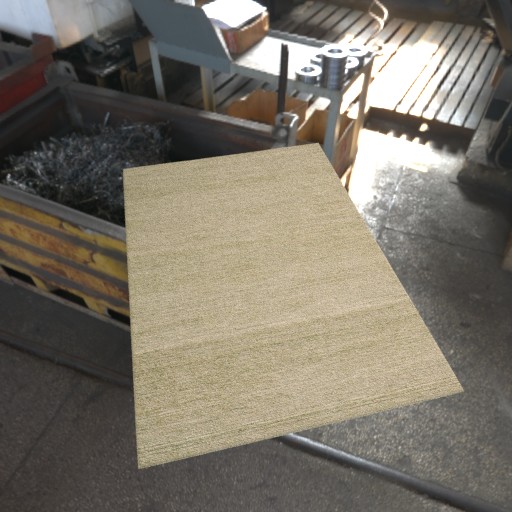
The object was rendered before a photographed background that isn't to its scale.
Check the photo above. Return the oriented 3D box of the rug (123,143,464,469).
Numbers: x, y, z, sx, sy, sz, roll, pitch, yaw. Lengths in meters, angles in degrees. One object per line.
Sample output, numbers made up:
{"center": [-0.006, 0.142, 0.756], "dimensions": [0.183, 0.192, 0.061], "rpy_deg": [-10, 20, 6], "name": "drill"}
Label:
{"center": [0.000, 0.000, 4.917], "dimensions": [2.782, 0.025, 3.935], "rpy_deg": [-10, 48, -9], "name": "rug"}
